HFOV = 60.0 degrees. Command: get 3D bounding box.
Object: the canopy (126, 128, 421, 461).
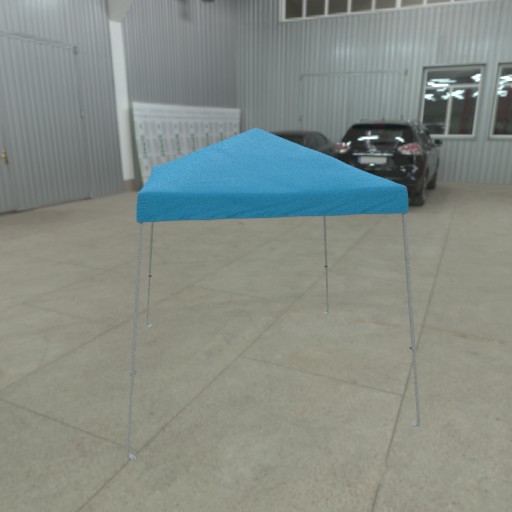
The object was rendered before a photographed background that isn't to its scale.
[{"bbox_3d":[0.000,0.000,6.478,3.599,3.600,3.600,-3,17,-9],"label":"canopy"}]
